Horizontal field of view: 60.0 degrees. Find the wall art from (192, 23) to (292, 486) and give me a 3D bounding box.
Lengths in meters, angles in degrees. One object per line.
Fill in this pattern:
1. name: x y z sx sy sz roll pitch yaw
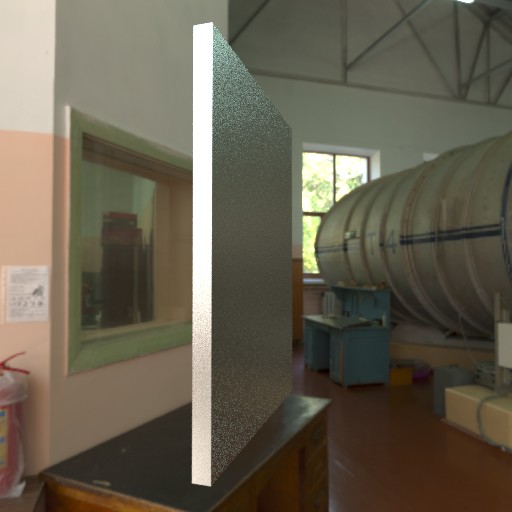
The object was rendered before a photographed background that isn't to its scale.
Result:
1. wall art: 0.000 0.000 0.759 0.025 0.569 0.444 -1 -2 17
